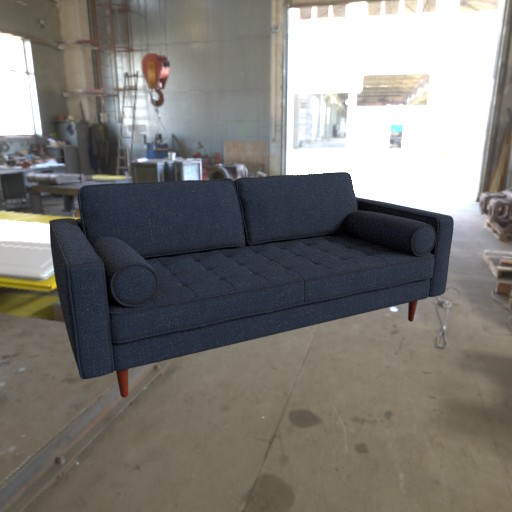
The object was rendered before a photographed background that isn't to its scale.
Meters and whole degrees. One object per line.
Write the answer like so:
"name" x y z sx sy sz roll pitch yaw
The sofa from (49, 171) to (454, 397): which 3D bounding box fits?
"sofa" 0.000 0.000 2.293 1.880 0.762 0.914 -8 18 -26
